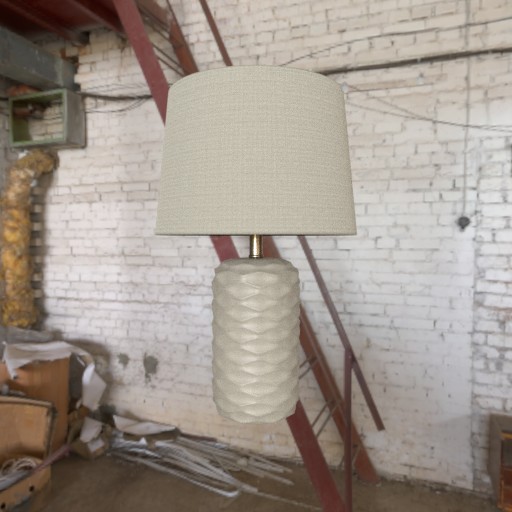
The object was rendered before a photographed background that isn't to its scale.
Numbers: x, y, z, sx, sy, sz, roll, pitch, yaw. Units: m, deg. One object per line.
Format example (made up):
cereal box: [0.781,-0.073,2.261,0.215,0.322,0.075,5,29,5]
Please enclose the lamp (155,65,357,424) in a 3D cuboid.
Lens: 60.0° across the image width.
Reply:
lamp: [0.000,0.000,0.846,0.376,0.594,0.376,0,2,0]
